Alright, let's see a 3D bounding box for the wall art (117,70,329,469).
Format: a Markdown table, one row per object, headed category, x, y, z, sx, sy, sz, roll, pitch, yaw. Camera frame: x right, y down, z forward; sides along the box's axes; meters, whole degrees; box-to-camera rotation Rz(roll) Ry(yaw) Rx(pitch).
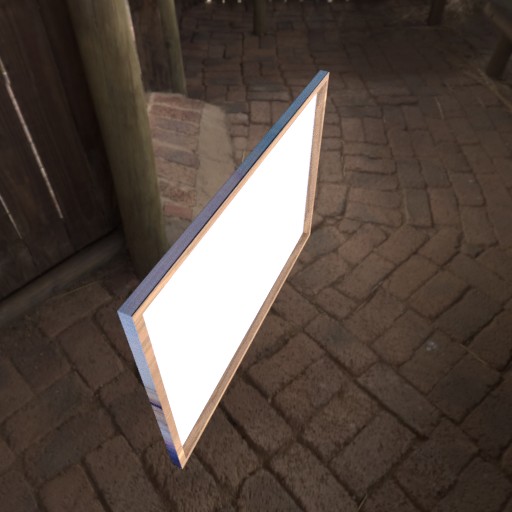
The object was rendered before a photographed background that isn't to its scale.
| category | x | y | z | sx | sy | sz | roll | pitch | yaw |
| --- | --- | --- | --- | --- | --- | --- | --- | --- | --- |
| wall art | 0.000 | 0.000 | 1.425 | 0.034 | 0.756 | 1.137 | 18 | 48 | 17 |
